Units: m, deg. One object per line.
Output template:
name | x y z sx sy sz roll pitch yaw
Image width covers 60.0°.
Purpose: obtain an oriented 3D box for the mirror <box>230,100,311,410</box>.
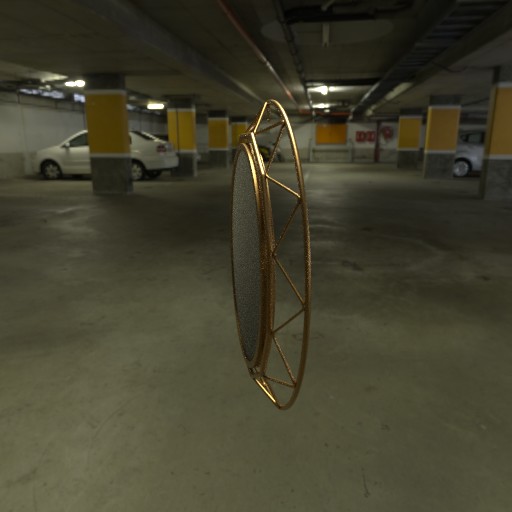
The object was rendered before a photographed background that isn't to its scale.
mirror | 0.000 0.000 0.682 0.043 0.454 0.454 -2 14 -9
